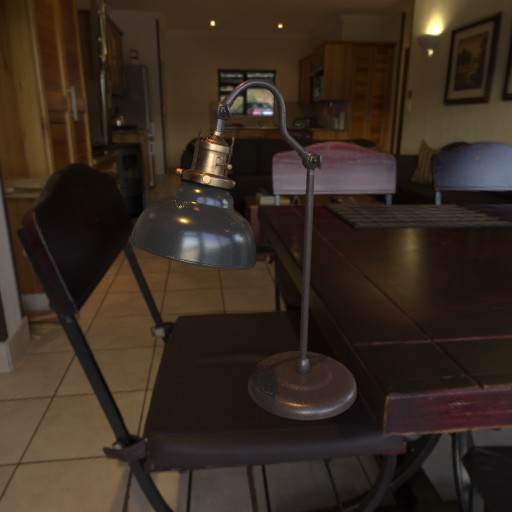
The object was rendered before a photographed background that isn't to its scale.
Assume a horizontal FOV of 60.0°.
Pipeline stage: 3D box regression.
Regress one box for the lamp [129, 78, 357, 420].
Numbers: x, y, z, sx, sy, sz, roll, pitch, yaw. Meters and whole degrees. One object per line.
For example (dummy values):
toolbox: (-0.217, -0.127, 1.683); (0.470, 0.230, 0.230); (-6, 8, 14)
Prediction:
lamp: (0.000, 0.000, 0.681); (0.374, 0.508, 0.192); (-8, 18, -25)
